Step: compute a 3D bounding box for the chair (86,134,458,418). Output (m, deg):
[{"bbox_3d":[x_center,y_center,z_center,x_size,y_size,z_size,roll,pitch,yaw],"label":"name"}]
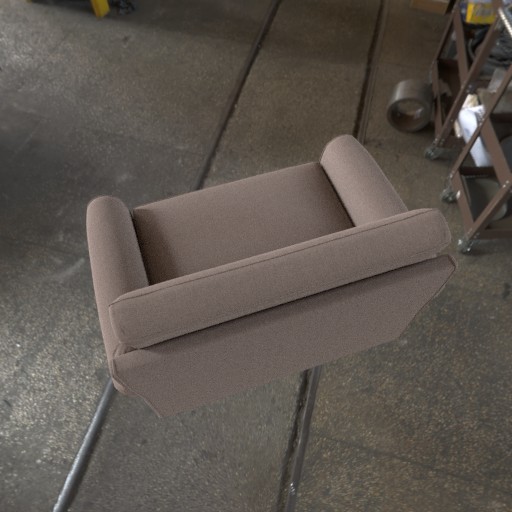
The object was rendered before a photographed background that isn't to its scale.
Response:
[{"bbox_3d":[0.000,0.000,2.015,1.390,0.930,0.930,-16,60,-9],"label":"chair"}]
